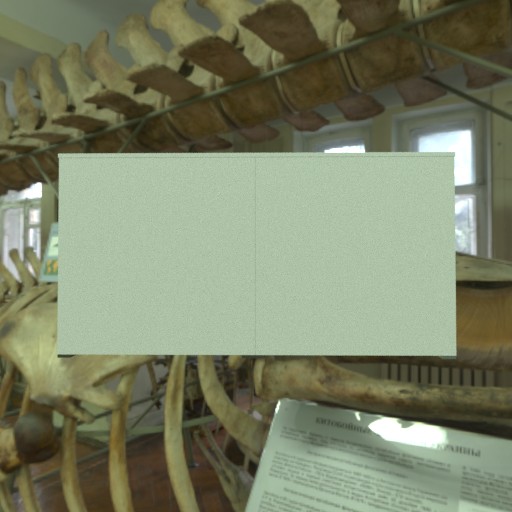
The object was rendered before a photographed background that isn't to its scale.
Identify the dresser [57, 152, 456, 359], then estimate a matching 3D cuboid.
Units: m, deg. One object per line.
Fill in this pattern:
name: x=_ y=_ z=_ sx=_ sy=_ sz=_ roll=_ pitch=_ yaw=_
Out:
dresser: x=0.000 y=0.000 z=1.870 sx=1.535 sy=0.790 sz=0.333 roll=0 pitch=-1 yaw=1
